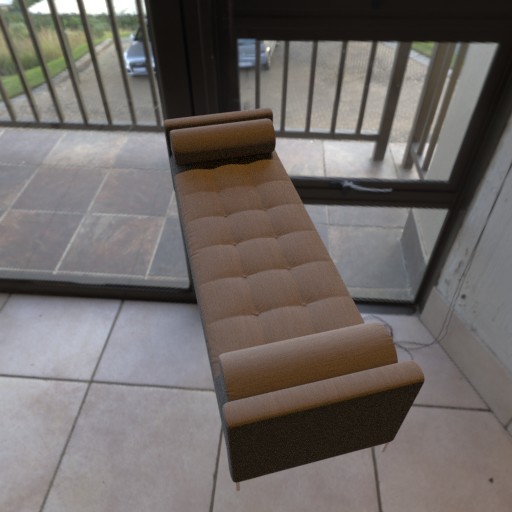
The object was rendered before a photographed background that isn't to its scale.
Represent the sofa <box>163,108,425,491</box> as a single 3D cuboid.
[{"bbox_3d":[0.000,0.000,2.302,0.686,0.635,1.981,-10,46,-10],"label":"sofa"}]
